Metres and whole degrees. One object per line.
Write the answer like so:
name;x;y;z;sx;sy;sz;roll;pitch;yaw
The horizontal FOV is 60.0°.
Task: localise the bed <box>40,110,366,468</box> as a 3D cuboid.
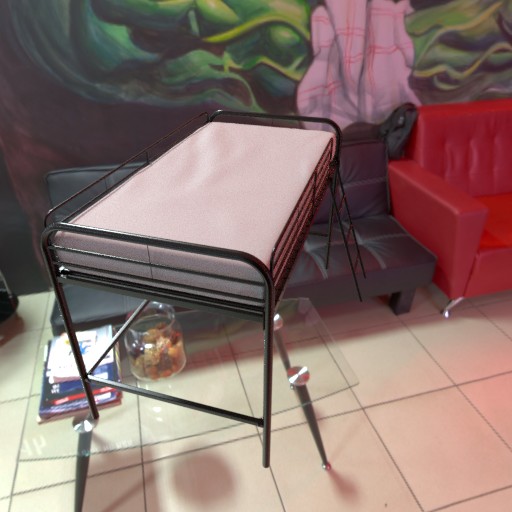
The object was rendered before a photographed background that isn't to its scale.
bed;0.000;0.000;2.835;1.393;1.289;1.968;9;33;14
